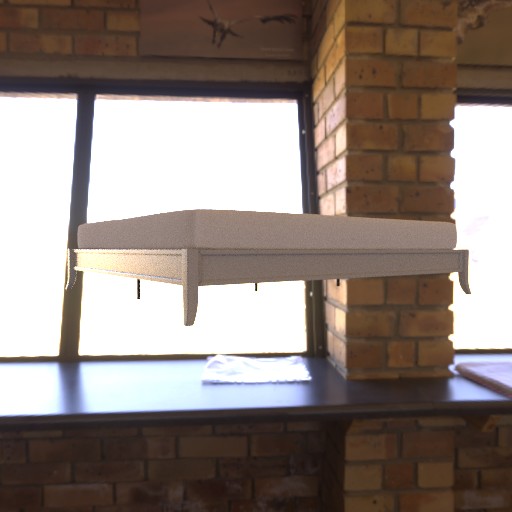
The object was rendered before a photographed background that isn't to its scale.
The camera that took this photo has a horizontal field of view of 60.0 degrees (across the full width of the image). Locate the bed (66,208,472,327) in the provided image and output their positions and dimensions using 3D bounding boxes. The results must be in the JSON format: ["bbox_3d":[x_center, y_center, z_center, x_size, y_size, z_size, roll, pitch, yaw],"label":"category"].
[{"bbox_3d":[0.000,0.000,3.150,2.108,0.510,2.007,-1,1,-36],"label":"bed"}]
